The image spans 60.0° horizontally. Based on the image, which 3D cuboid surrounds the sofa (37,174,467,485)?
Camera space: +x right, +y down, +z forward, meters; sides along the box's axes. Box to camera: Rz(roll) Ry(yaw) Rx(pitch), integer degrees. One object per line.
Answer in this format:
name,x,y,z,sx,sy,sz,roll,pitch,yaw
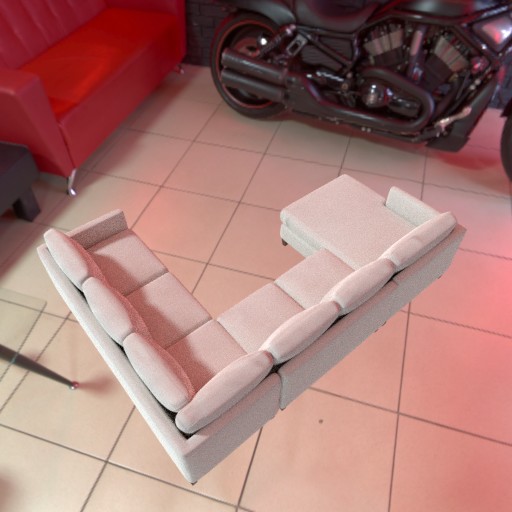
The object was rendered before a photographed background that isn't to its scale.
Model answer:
sofa,0.000,0.000,4.543,3.459,0.956,2.593,-32,55,-26
